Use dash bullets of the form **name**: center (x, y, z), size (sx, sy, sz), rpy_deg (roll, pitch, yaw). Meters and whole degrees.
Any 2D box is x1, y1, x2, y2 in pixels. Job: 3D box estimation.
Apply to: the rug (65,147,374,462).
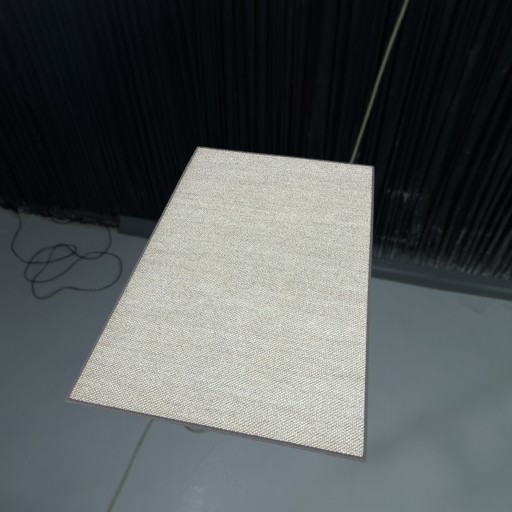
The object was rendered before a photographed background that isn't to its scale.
- **rug**: center (0.000, 0.000, 2.075), size (1.067, 0.013, 1.676), rpy_deg (8, 47, 8)
